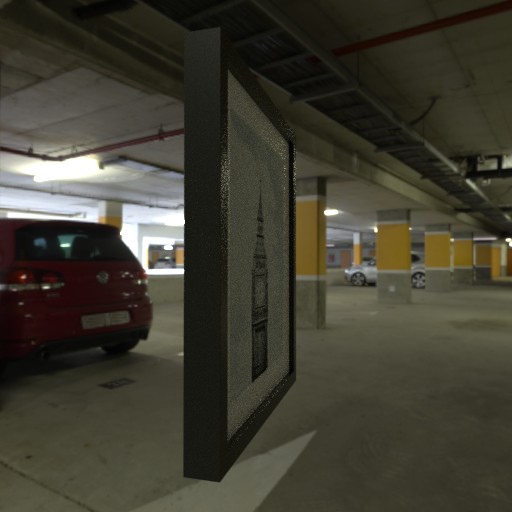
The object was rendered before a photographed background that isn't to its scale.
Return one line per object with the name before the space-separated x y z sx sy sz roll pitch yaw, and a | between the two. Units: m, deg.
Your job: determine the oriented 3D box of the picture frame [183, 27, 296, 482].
picture frame | 0.000 0.000 0.530 0.034 0.378 0.328 0 -1 16
